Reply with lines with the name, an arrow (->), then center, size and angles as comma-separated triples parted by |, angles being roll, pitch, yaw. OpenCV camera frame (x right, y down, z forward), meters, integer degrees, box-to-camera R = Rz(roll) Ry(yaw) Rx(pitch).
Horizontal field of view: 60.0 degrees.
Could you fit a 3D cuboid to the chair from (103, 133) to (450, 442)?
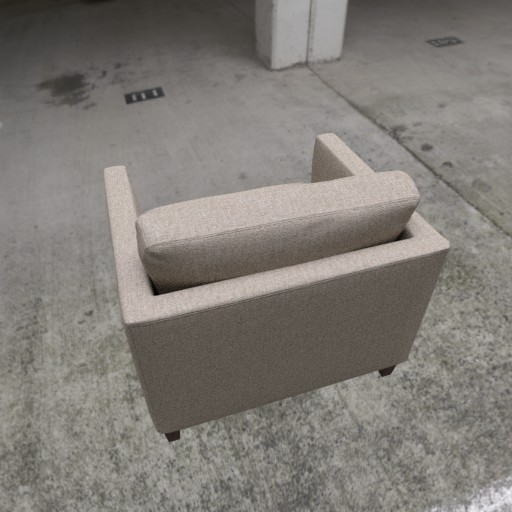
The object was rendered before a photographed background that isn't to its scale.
chair -> 0.000, 0.000, 1.871 | 1.107, 0.961, 0.959 | -12, 43, -14
